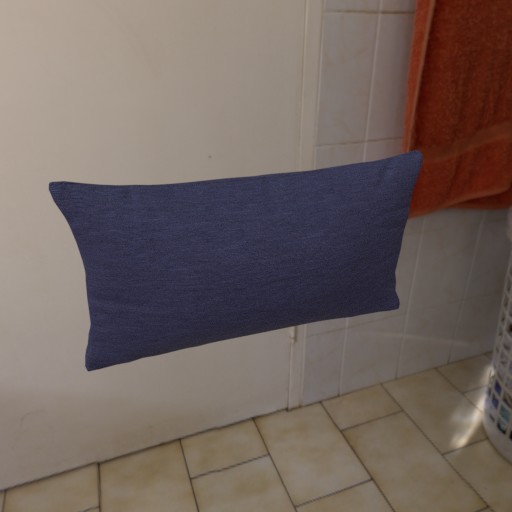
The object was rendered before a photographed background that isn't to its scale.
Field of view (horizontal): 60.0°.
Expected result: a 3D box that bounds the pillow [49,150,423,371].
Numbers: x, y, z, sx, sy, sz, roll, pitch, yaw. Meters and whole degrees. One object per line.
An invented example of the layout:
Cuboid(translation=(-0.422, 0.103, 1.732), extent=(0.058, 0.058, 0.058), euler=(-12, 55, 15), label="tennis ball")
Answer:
Cuboid(translation=(0.000, 0.000, 0.797), extent=(0.633, 0.338, 0.210), euler=(-8, 28, -16), label="pillow")
